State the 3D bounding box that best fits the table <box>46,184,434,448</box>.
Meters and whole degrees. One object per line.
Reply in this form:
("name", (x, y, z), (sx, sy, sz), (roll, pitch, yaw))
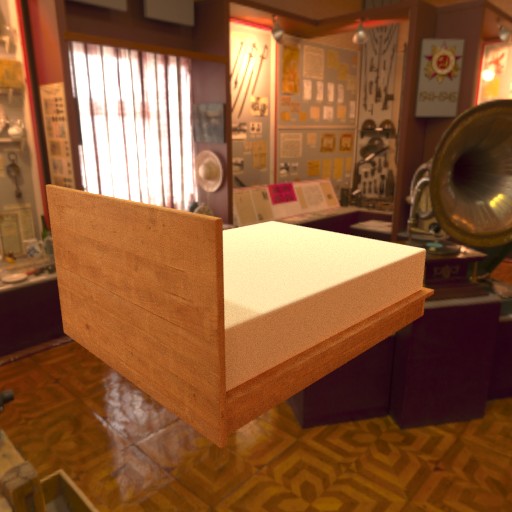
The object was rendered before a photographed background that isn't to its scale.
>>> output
("table", (0.000, 0.000, 3.157), (2.149, 1.041, 1.707), (-15, 21, -43))
